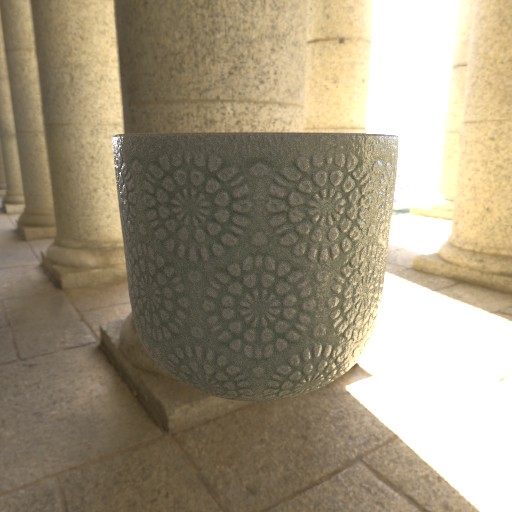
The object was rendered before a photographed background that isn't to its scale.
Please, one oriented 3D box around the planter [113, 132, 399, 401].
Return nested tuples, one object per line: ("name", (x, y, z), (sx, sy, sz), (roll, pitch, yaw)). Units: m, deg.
("planter", (0.000, 0.000, 0.292), (0.169, 0.153, 0.169), (0, 14, 0))
